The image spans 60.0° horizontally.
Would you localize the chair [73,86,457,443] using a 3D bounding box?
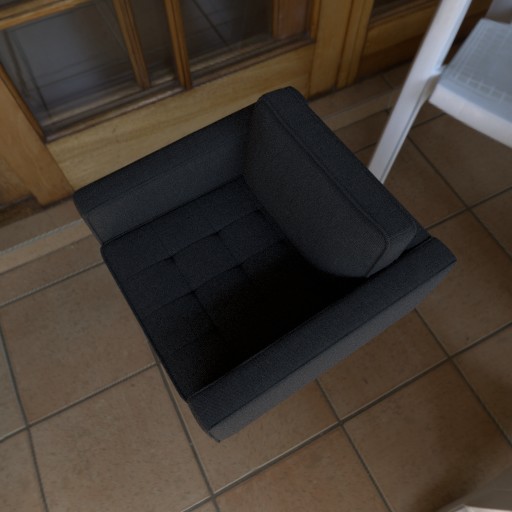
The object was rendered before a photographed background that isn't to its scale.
[{"bbox_3d":[0.000,0.000,1.574,0.919,0.770,0.899,-31,68,-14],"label":"chair"}]
